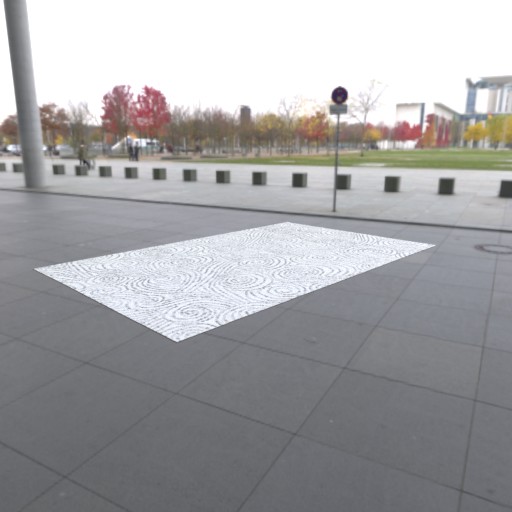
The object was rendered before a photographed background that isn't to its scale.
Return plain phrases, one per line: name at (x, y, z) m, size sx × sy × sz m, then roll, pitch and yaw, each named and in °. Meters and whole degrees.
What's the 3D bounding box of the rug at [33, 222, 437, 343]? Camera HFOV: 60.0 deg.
rug at (0.000, 0.000, 3.098) m, size 1.524 × 0.005 × 2.439 m, roll 13°, pitch 19°, yaw 43°
